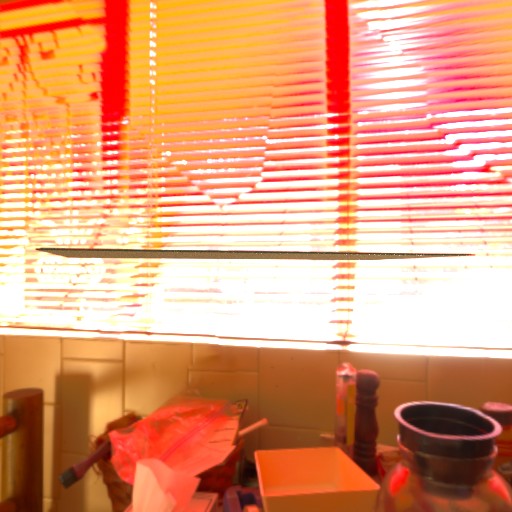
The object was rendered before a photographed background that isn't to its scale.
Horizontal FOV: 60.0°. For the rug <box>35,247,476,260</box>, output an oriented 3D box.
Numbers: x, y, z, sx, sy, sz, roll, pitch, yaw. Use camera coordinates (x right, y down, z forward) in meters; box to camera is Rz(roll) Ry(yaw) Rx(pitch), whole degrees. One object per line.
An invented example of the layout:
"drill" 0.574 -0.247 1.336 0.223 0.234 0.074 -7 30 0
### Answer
"rug" 0.000 0.000 1.461 1.219 0.007 0.604 1 -2 -17
